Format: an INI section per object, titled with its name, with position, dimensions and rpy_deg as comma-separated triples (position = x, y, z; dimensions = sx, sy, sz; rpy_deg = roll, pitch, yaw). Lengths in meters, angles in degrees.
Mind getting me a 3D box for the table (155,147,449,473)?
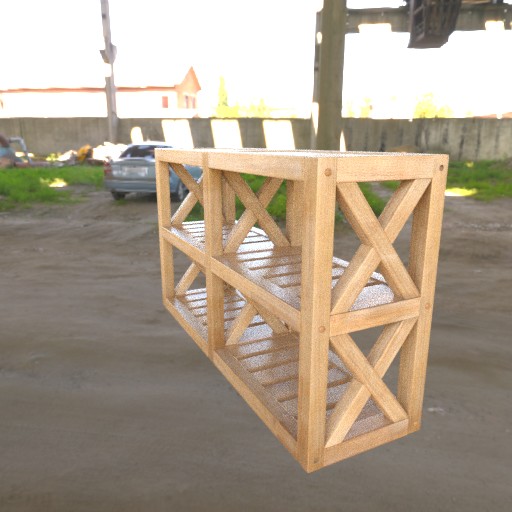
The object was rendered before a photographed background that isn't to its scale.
[table]
position = 0.000, 0.000, 1.642
dimensions = 0.381, 0.762, 1.320
rpy_deg = -7, 16, -26
